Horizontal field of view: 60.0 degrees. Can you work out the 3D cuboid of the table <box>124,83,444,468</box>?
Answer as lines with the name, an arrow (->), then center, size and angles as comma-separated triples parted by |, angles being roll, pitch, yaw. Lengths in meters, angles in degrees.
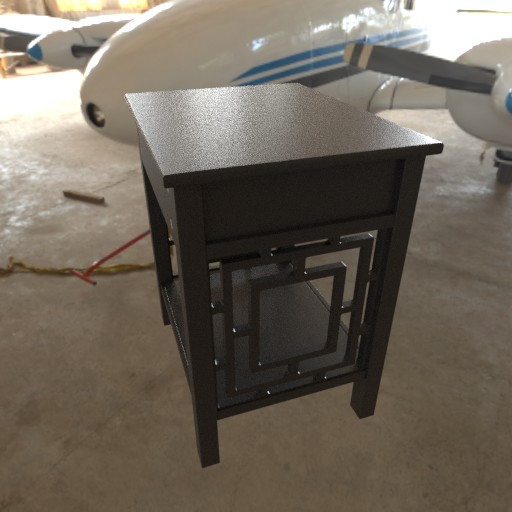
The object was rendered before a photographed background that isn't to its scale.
table -> 0.000, 0.000, 1.026 | 0.451, 0.646, 0.564 | -10, 32, -16
